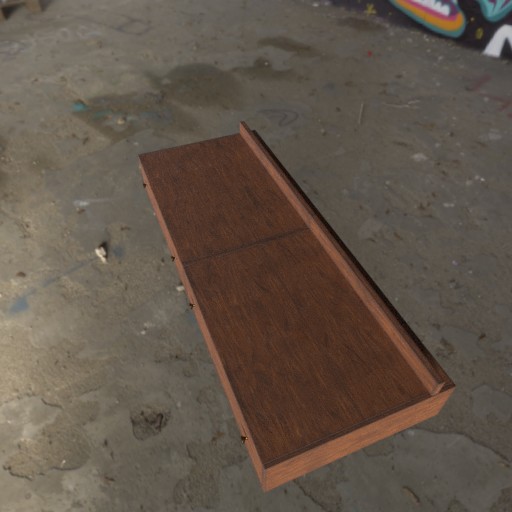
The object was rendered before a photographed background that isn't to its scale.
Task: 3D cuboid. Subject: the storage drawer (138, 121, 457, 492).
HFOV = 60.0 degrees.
[{"bbox_3d":[0.000,0.000,2.172,0.774,0.339,1.914,-16,48,-15],"label":"storage drawer"}]
